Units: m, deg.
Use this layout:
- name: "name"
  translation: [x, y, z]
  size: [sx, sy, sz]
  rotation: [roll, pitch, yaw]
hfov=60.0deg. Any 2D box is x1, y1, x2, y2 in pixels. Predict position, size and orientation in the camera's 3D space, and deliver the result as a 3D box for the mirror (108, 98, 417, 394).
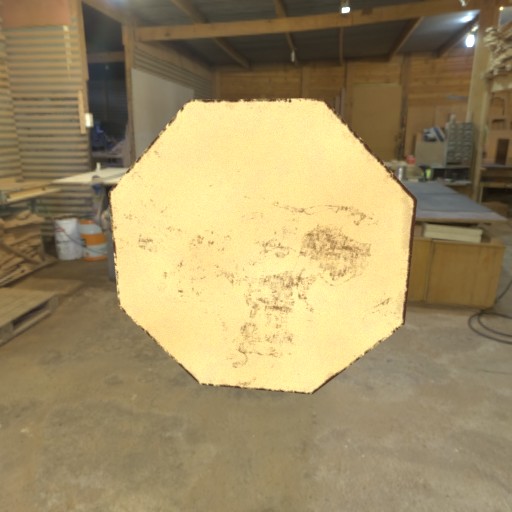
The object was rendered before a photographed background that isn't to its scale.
- name: "mirror"
  translation: [0.000, 0.000, 0.971]
  size: [0.648, 0.648, 0.031]
  rotation: [2, 16, 8]
